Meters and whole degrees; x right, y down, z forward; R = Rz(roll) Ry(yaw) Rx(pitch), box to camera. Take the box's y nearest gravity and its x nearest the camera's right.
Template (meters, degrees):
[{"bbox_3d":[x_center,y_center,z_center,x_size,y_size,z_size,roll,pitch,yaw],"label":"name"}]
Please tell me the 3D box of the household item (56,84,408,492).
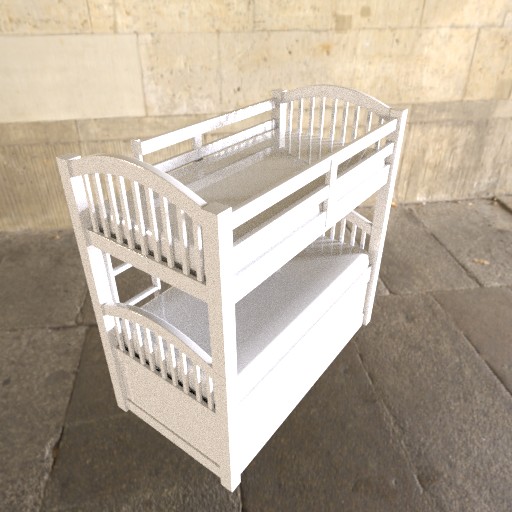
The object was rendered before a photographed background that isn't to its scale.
[{"bbox_3d":[0.000,0.000,3.197,1.143,2.032,2.032,22,38,30],"label":"household item"}]
